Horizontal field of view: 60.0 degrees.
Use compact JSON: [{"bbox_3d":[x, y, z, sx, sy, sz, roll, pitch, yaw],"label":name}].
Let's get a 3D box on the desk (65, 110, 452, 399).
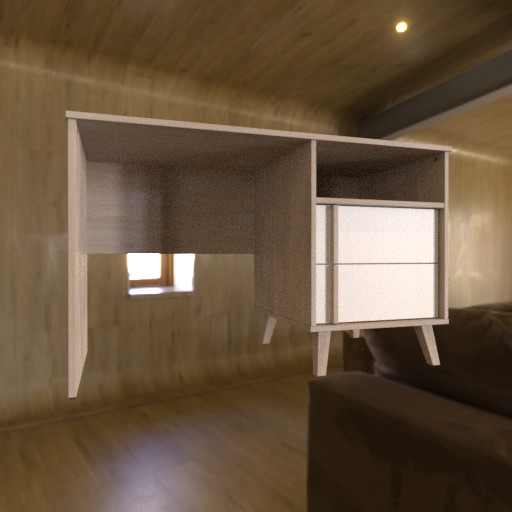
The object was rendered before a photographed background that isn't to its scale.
[{"bbox_3d":[0.000,0.000,1.647,1.251,0.770,0.600,0,0,-18],"label":"desk"}]
